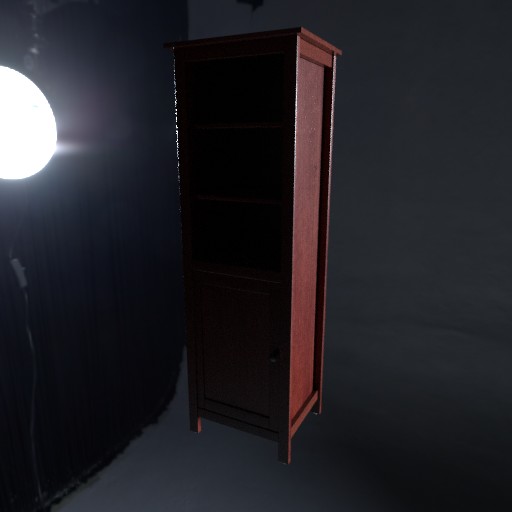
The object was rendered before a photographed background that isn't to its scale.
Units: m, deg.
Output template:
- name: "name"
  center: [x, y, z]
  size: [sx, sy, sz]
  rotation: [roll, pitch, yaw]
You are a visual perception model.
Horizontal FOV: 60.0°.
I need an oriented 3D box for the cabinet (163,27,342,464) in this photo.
- name: "cabinet"
  center: [0.000, 0.000, 1.751]
  size: [0.500, 1.518, 0.401]
  rotation: [7, 16, 26]
